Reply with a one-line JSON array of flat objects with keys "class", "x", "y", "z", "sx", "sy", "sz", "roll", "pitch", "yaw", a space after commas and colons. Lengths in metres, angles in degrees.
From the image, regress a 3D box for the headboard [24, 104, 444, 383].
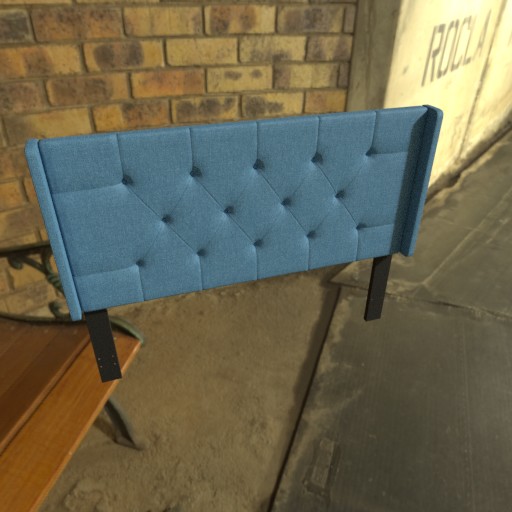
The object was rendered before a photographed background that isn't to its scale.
[{"class": "headboard", "x": 0.000, "y": 0.000, "z": 2.545, "sx": 2.051, "sy": 1.524, "sz": 0.184, "roll": -10, "pitch": 33, "yaw": -15}]
